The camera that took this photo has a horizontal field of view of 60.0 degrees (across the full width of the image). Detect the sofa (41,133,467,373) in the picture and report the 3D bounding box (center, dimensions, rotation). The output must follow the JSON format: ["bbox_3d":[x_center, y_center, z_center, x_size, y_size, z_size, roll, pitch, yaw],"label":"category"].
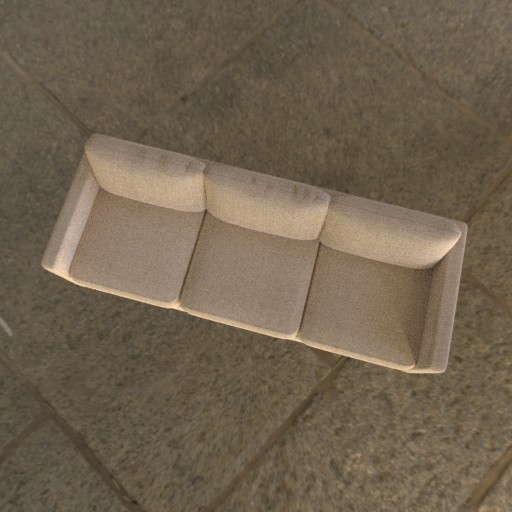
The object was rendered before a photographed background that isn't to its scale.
[{"bbox_3d":[0.000,0.000,2.634,2.218,0.874,0.859,14,76,4],"label":"sofa"}]
